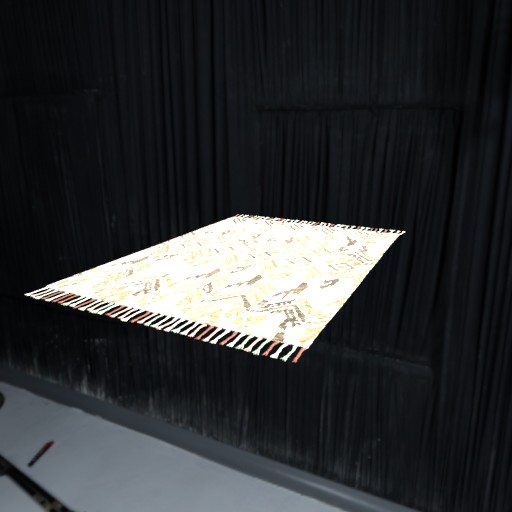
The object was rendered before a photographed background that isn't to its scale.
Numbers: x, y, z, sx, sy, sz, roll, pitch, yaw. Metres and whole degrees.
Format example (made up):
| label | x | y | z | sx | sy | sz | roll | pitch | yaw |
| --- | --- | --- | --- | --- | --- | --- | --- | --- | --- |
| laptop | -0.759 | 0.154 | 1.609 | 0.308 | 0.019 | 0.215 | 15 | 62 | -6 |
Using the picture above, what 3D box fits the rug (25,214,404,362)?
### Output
| label | x | y | z | sx | sy | sz | roll | pitch | yaw |
| --- | --- | --- | --- | --- | --- | --- | --- | --- | --- |
| rug | 0.000 | 0.000 | 2.314 | 1.219 | 0.008 | 1.829 | 8 | 19 | 26 |
